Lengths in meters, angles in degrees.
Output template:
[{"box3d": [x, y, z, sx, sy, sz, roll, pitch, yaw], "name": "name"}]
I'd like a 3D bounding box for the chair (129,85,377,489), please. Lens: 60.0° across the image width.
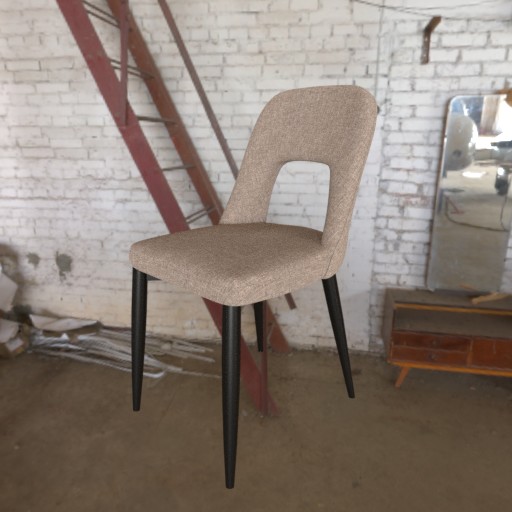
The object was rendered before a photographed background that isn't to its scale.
[{"box3d": [0.000, 0.000, 1.250, 0.470, 0.931, 0.612, 16, 22, 43], "name": "chair"}]
